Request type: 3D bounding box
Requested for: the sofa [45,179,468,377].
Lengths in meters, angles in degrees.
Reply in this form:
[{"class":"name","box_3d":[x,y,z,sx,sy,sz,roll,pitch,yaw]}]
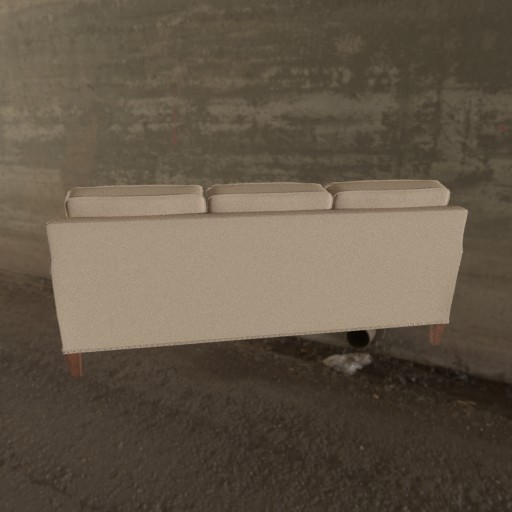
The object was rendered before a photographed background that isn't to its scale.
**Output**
[{"class":"sofa","box_3d":[0.000,0.000,2.814,2.246,1.003,1.084,-3,16,-10]}]
